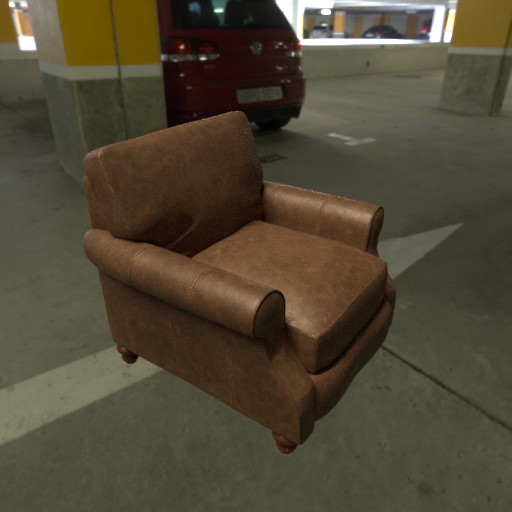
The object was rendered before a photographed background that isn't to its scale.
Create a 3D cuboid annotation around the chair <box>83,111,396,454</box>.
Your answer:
[{"bbox_3d":[0.000,0.000,1.773,1.002,0.976,0.996,18,32,31],"label":"chair"}]
